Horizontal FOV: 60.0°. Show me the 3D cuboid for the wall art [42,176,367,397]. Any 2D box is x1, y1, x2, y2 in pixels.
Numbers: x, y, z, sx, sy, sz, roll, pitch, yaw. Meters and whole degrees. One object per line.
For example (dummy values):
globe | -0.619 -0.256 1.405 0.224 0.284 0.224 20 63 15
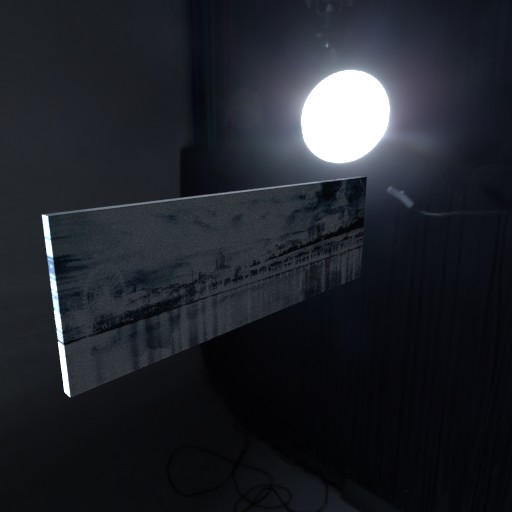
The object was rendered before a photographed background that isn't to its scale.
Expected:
wall art | 0.000 0.000 1.704 0.037 0.509 1.524 14 21 42
